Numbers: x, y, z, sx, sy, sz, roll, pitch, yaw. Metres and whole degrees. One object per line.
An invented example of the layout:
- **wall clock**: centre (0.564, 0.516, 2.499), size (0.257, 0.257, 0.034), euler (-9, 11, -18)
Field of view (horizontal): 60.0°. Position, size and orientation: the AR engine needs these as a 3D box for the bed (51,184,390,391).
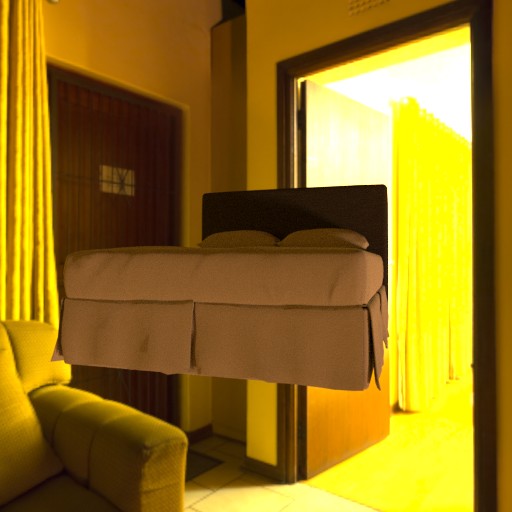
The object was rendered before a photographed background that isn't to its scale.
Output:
- **bed**: centre (0.000, 0.000, 3.307), size (1.884, 1.330, 2.142), euler (0, -1, 18)
